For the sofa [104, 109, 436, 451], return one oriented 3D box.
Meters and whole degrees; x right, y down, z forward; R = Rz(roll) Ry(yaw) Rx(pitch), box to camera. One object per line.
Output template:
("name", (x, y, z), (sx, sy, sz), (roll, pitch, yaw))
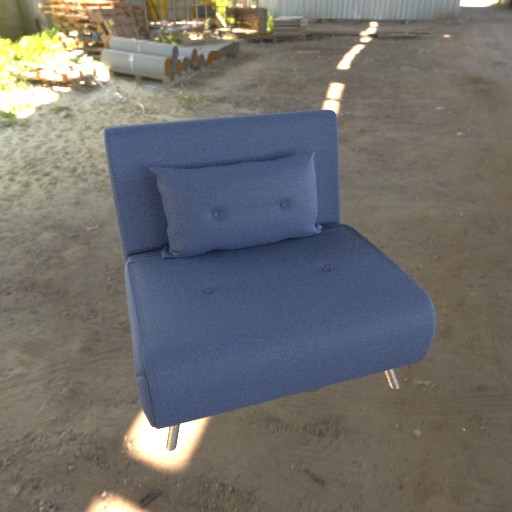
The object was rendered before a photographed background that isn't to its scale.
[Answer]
("sofa", (0.000, 0.000, 1.712), (0.999, 0.860, 0.996), (-10, 33, -15))
